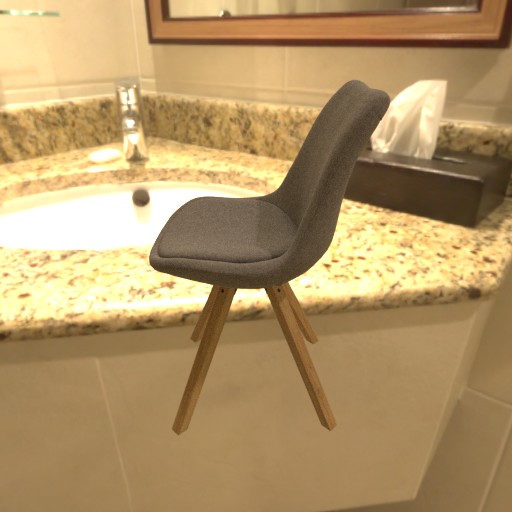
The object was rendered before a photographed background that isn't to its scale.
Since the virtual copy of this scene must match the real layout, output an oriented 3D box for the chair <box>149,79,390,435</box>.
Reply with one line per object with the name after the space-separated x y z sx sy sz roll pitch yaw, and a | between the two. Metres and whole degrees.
0.000 0.000 1.194 0.550 0.865 0.483 0 27 0 | chair
